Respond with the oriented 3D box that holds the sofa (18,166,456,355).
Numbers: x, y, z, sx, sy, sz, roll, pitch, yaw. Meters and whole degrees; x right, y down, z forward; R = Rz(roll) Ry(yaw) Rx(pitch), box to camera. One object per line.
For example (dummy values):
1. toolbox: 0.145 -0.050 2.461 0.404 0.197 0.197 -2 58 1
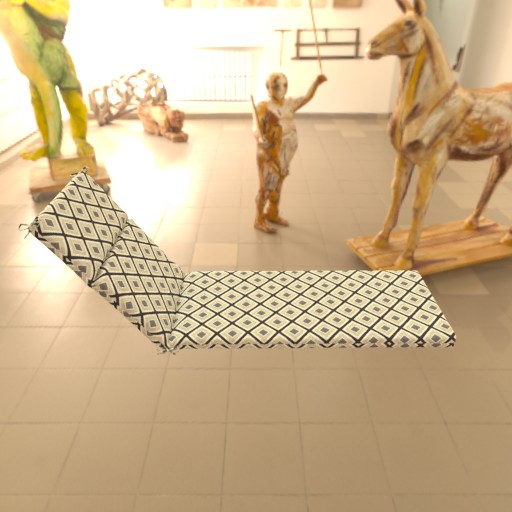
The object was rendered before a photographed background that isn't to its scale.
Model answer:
1. sofa: 0.000 0.000 1.911 1.663 0.622 0.582 0 31 0
